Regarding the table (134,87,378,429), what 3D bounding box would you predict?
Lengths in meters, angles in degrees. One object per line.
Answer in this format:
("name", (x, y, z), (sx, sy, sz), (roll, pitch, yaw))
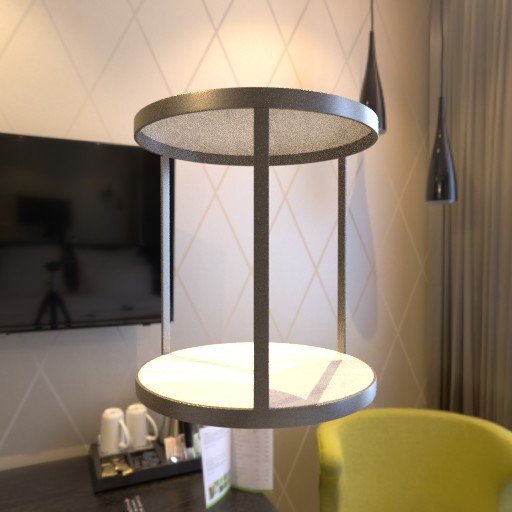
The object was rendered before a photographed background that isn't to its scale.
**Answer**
("table", (0.000, 0.000, 0.841), (0.445, 0.479, 0.445), (0, 1, 0))
